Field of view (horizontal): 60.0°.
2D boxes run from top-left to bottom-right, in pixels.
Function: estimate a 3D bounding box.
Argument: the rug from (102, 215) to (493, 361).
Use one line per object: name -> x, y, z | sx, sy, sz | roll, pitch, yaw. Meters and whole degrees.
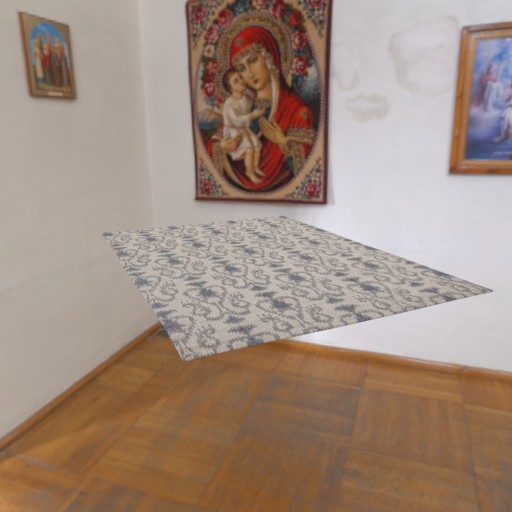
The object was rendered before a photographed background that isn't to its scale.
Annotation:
rug -> 0.000, 0.000, 2.943 | 1.676, 0.013, 2.261 | -8, 18, -25
